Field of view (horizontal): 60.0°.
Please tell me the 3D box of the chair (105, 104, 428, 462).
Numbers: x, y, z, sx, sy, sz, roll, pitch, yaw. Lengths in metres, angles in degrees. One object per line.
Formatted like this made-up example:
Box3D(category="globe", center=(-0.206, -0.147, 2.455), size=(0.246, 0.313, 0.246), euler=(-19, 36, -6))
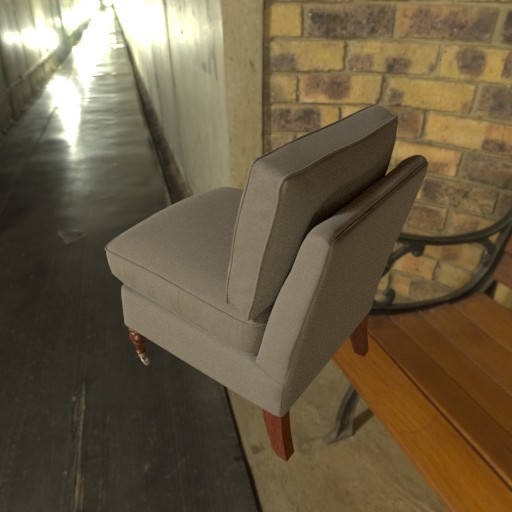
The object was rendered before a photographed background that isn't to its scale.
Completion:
Box3D(category="chair", center=(0.000, 0.000, 1.649), size=(0.924, 1.045, 0.724), euler=(21, 38, 30))
